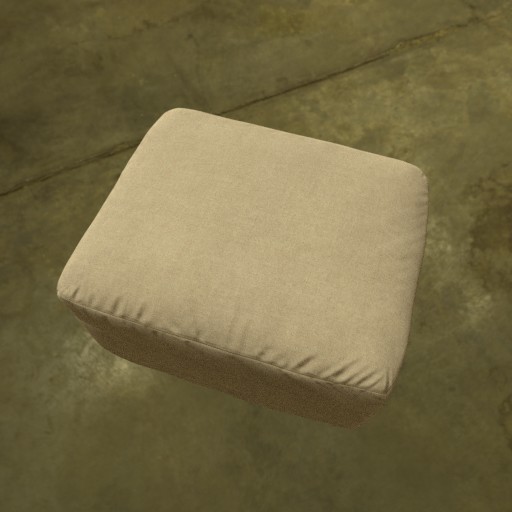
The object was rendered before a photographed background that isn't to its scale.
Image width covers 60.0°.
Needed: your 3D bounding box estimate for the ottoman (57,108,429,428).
[{"bbox_3d":[0.000,0.000,1.241,0.837,0.481,0.683,16,60,9],"label":"ottoman"}]
